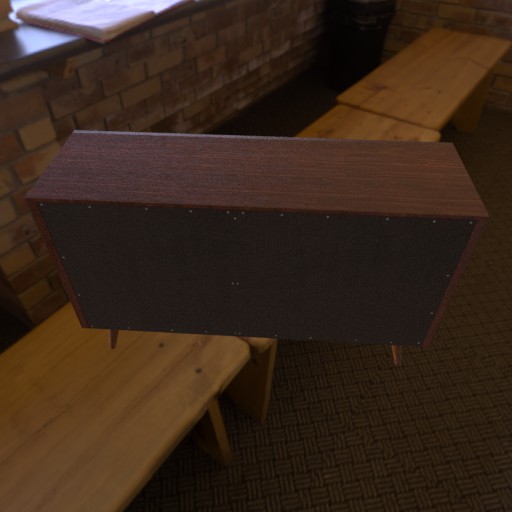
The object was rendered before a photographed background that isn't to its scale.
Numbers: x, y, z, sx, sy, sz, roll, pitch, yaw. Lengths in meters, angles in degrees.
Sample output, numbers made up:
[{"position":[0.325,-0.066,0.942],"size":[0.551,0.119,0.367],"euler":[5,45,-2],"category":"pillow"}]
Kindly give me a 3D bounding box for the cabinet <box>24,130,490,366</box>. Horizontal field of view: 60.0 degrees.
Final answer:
[{"position":[0.000,0.000,2.004],"size":[1.575,0.940,0.505],"euler":[3,44,3],"category":"cabinet"}]
